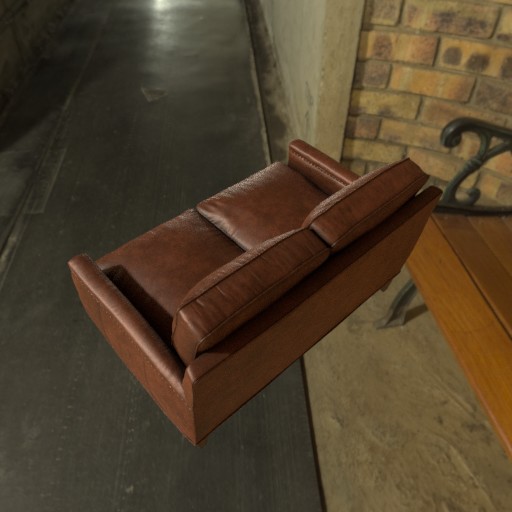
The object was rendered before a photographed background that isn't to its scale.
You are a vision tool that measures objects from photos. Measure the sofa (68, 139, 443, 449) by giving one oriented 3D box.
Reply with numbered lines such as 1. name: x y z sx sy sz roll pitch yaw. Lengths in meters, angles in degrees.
1. sofa: 0.000 0.000 2.328 1.628 1.003 1.083 -34 56 -27
